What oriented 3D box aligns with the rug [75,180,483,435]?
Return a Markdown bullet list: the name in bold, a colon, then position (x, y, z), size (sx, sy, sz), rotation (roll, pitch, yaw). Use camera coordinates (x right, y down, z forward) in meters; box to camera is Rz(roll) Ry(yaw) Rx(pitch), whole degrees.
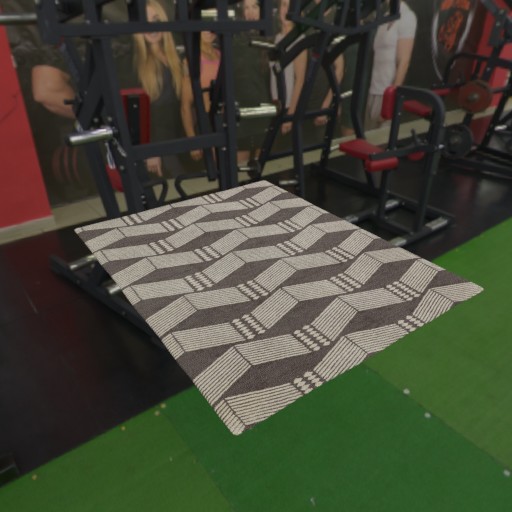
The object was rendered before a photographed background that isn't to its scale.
- **rug**: position (0.000, 0.000, 4.094), size (2.438, 0.016, 3.048), rotation (-20, 36, -30)
